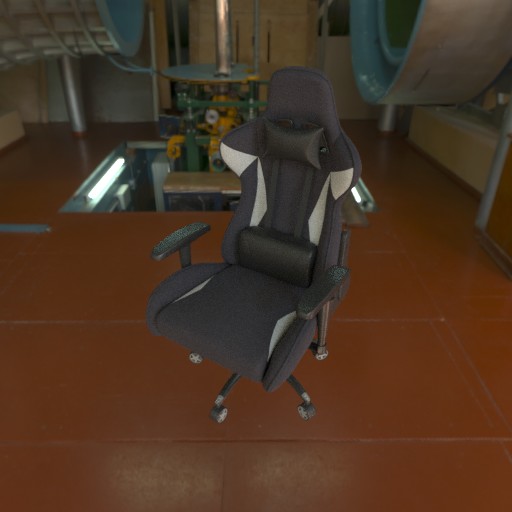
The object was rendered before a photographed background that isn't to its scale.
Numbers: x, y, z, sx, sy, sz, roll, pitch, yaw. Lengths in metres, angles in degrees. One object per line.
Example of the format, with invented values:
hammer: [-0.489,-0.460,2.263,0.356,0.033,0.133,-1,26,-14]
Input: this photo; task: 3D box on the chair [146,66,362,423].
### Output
chair: [0.000,0.000,1.719,0.730,1.300,0.695,19,35,29]
